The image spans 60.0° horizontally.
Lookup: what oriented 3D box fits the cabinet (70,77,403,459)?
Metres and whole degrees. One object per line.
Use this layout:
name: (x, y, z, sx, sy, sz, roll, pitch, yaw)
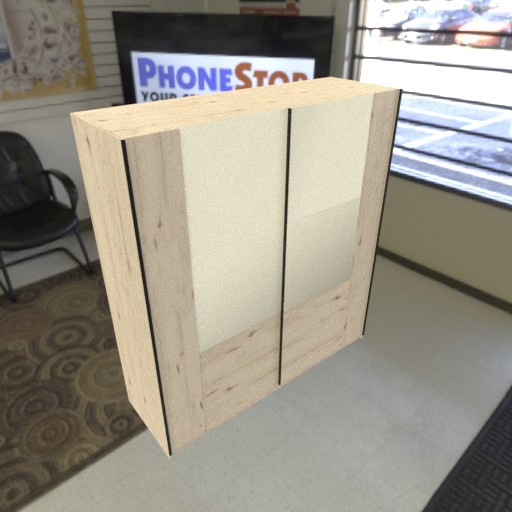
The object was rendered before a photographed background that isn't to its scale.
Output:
cabinet: (0.000, 0.000, 3.214, 2.000, 2.180, 0.660, -22, 37, -32)
